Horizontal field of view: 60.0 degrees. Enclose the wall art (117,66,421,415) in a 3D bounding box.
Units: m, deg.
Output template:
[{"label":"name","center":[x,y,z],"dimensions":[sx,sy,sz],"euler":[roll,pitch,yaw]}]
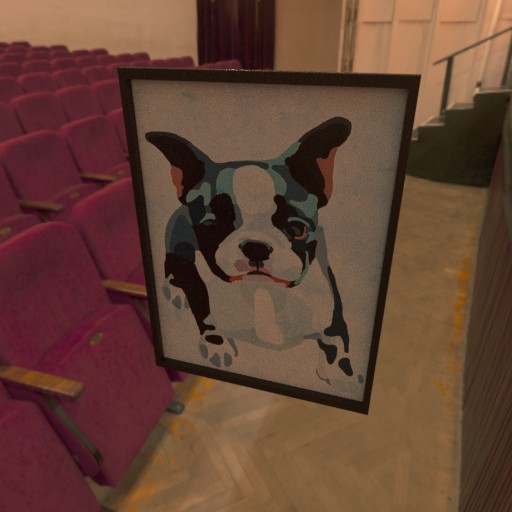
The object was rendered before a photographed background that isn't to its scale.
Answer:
[{"label":"wall art","center":[0.000,0.000,1.326],"dimensions":[0.774,1.027,0.030],"euler":[8,28,16]}]
